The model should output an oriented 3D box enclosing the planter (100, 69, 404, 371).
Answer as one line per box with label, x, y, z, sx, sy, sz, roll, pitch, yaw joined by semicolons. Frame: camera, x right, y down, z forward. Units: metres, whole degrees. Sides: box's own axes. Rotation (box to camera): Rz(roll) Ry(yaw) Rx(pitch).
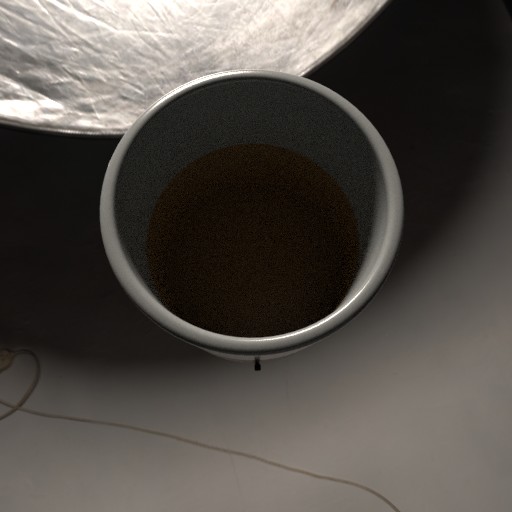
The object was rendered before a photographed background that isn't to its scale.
planter;0.000;0.000;0.641;0.310;0.432;0.310;-16;76;-4
